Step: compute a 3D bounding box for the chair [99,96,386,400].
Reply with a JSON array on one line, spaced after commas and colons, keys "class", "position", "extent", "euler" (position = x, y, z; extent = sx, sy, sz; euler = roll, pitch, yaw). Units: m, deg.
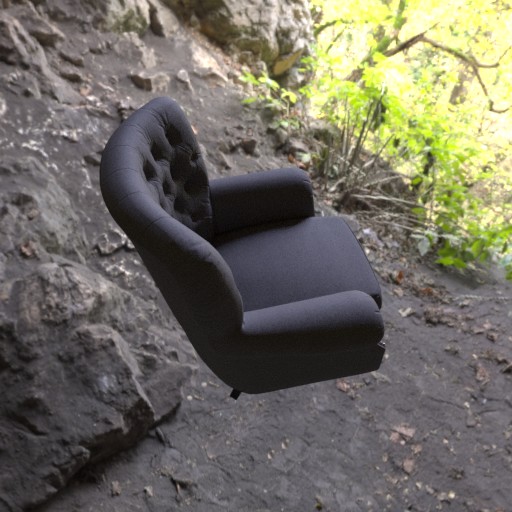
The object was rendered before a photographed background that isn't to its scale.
[{"class": "chair", "position": [0.000, 0.000, 1.776], "extent": [0.983, 1.046, 0.983], "euler": [-10, 47, -9]}]
